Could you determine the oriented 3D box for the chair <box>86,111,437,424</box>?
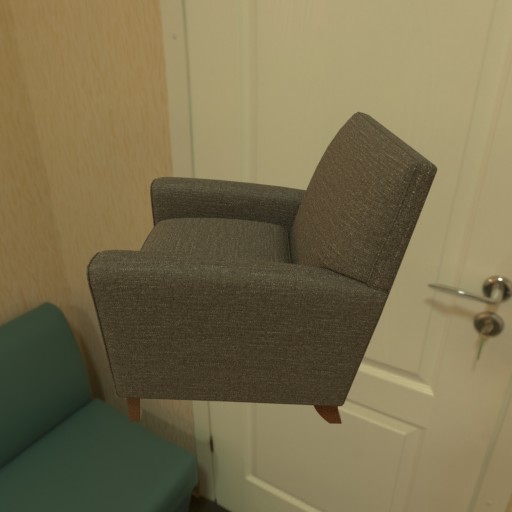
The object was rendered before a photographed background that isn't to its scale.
[{"bbox_3d":[0.000,0.000,1.580,0.875,0.885,0.838,1,26,1],"label":"chair"}]
